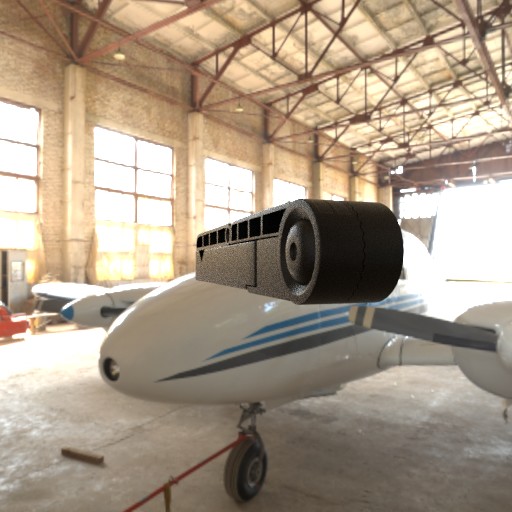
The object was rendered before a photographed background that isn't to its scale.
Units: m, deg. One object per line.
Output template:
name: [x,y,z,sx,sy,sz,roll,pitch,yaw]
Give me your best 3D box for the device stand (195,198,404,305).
device stand: [0.000,0.000,0.197,0.026,0.030,0.179,0,-1,-18]
